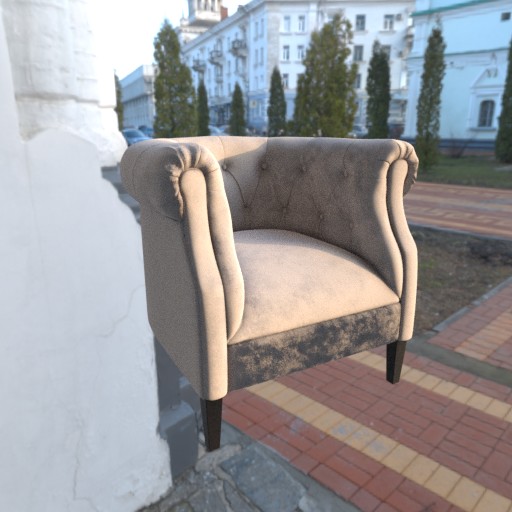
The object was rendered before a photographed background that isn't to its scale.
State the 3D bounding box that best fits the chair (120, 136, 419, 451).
[{"bbox_3d":[0.000,0.000,1.600,0.904,0.826,0.851,-9,18,-28],"label":"chair"}]
